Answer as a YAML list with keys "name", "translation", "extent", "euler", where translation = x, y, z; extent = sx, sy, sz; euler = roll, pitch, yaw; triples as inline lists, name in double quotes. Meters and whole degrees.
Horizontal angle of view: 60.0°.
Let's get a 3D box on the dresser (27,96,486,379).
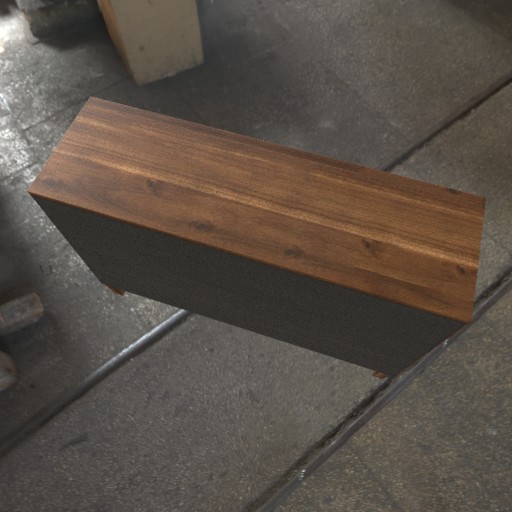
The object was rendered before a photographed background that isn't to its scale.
- name: "dresser"
  translation: [0.000, 0.000, 1.802]
  extent: [1.387, 0.892, 0.438]
  euler: [16, 65, 8]
